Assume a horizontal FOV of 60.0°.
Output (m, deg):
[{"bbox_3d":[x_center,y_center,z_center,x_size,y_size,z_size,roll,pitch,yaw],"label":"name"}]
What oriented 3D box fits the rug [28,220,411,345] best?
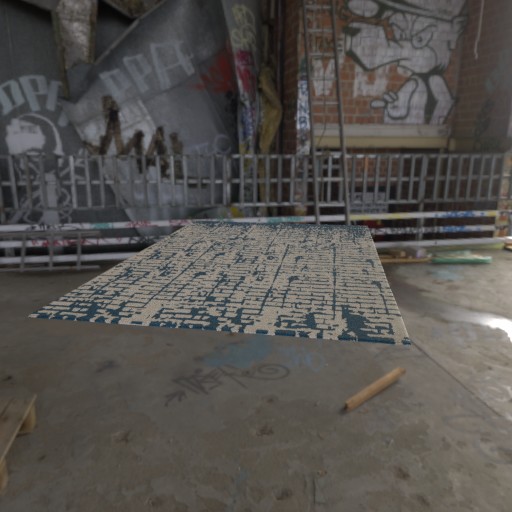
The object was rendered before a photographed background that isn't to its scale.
[{"bbox_3d":[0.000,0.000,2.238,1.220,0.007,1.828,3,15,10],"label":"rug"}]
